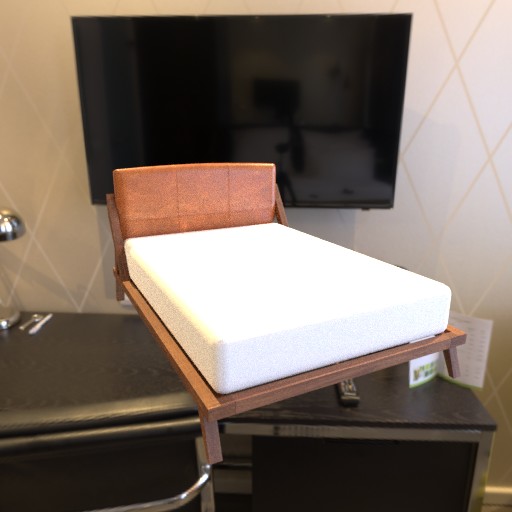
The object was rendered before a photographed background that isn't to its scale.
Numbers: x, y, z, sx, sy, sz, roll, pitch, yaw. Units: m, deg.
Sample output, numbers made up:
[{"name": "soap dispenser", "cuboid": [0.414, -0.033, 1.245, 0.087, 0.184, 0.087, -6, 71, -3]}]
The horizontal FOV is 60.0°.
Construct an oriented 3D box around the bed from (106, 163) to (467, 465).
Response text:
[{"name": "bed", "cuboid": [0.000, 0.000, 3.196, 1.651, 1.168, 2.311, -8, 18, -26]}]
